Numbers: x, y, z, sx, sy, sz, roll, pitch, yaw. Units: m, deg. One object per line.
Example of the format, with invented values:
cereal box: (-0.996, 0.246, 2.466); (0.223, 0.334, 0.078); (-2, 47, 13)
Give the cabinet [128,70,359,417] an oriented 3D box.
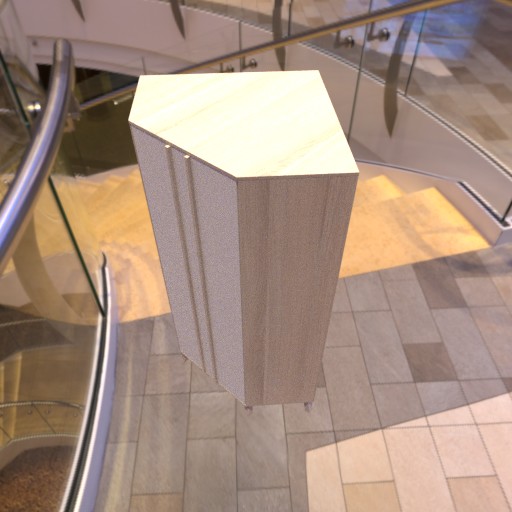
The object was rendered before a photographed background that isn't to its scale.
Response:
cabinet: (0.000, 0.000, 2.702); (1.272, 1.957, 0.969); (32, 53, 27)
